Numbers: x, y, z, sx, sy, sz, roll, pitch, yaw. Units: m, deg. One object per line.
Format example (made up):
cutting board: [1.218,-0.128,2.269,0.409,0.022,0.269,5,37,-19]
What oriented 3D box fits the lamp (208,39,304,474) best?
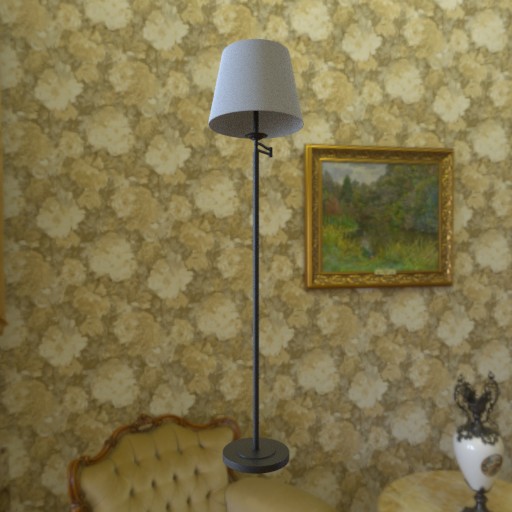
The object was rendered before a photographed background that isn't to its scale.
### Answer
lamp: [0.000,0.000,1.622,0.348,1.473,0.348,0,0,35]
